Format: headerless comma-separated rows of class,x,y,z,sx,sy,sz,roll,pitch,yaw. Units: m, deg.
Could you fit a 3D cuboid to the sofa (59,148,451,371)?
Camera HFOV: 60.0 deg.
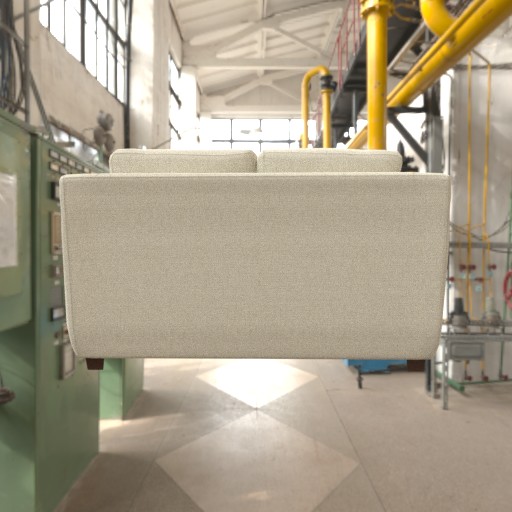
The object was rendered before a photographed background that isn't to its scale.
sofa,0.000,0.000,2.414,1.744,1.047,1.040,0,1,1
